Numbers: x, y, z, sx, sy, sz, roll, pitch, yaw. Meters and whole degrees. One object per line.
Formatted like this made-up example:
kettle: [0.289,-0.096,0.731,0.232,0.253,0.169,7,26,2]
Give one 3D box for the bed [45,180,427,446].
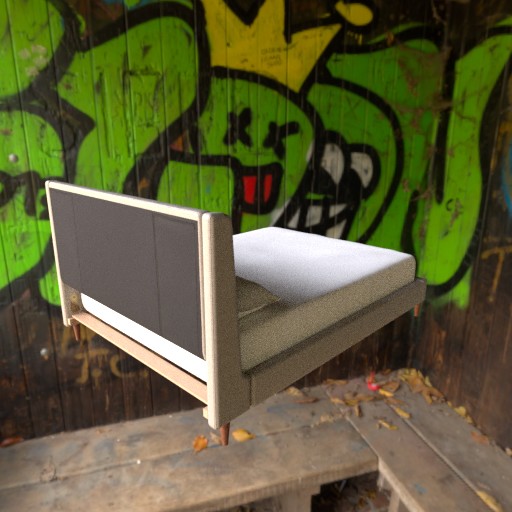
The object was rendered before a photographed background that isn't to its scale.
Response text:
bed: [0.000,0.000,3.233,1.656,1.147,2.232,15,22,42]
